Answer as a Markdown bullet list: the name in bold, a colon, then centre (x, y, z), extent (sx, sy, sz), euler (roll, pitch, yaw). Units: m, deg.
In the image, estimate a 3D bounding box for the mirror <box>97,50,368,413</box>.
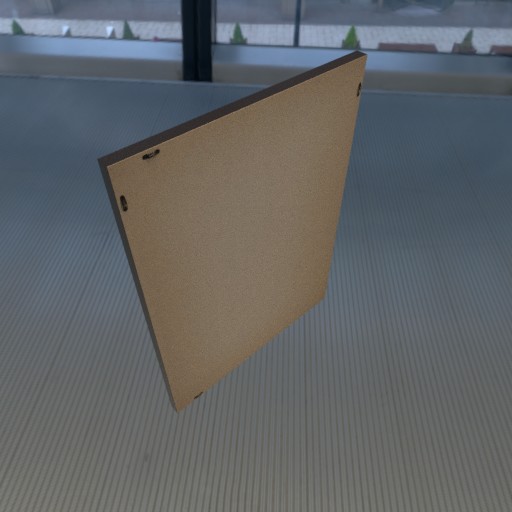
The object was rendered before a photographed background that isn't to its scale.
- **mirror**: centre (0.000, 0.000, 1.357), extent (0.762, 1.016, 0.041), euler (-33, 54, -28)
